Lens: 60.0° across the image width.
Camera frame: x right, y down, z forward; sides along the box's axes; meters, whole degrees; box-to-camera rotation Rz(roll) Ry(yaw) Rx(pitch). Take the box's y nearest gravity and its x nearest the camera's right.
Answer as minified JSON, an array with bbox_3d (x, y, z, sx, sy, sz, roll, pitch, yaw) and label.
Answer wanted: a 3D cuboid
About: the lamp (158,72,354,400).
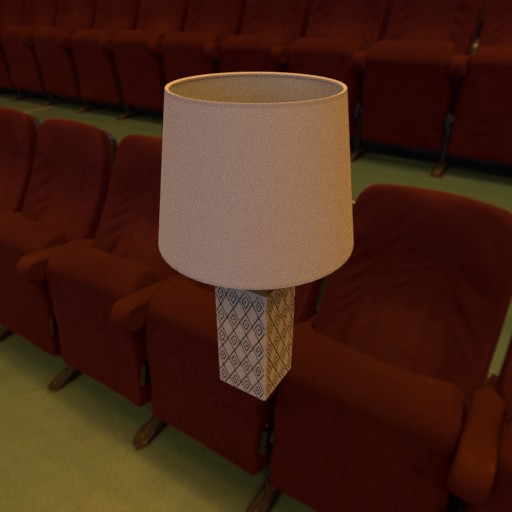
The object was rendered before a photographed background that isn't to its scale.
[{"bbox_3d":[0.000,0.000,0.597,0.251,0.435,0.251,0,30,0],"label":"lamp"}]
